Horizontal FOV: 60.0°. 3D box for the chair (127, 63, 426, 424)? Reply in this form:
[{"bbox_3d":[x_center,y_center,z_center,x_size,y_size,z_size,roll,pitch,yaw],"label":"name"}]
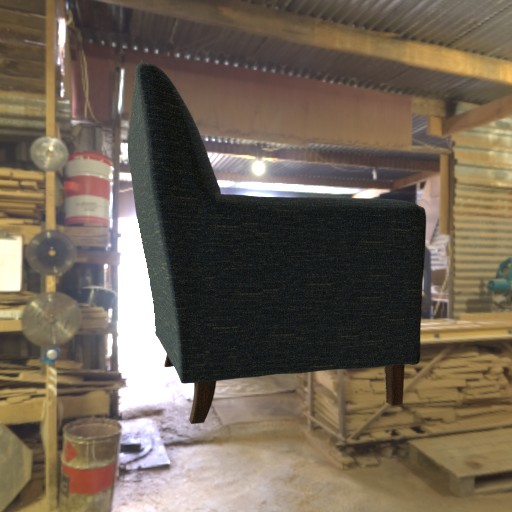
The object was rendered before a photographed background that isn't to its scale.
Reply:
[{"bbox_3d":[0.000,0.000,1.593,0.873,0.928,0.864,0,-1,-18],"label":"chair"}]
